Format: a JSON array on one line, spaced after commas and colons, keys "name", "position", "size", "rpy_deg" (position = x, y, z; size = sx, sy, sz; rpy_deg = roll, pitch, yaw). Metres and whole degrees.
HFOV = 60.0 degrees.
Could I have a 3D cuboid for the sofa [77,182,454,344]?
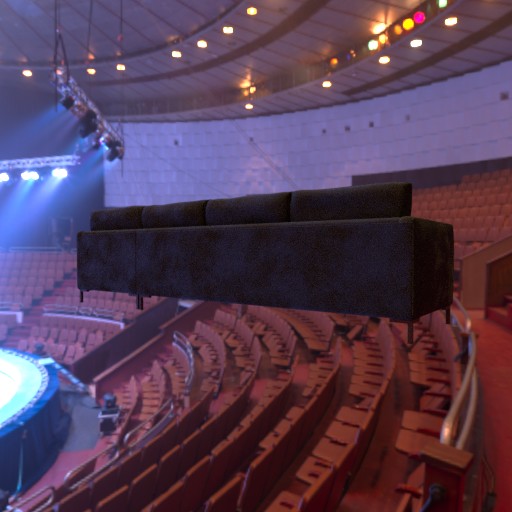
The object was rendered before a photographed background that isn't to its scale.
[{"name": "sofa", "position": [0.000, 0.000, 3.255], "size": [2.725, 0.756, 1.255], "rpy_deg": [1, 1, 37]}]
